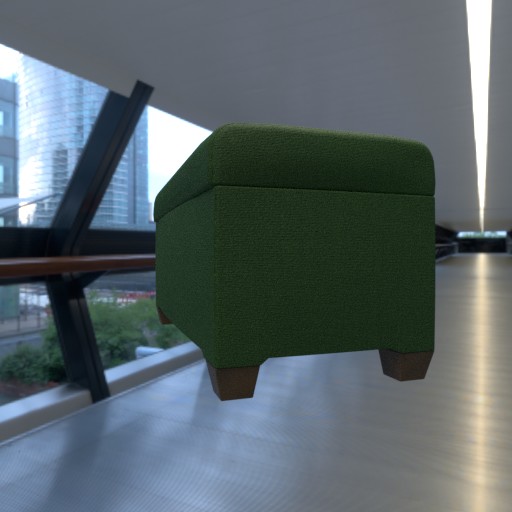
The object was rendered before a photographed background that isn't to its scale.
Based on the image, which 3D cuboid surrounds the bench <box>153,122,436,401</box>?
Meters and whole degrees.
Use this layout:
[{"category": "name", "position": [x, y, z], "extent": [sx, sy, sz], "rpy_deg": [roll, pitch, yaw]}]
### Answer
[{"category": "bench", "position": [0.000, 0.000, 1.281], "extent": [0.505, 0.501, 0.989], "rpy_deg": [0, 0, -19]}]
